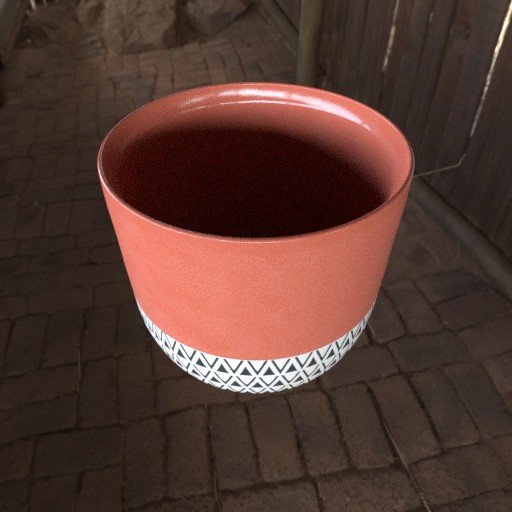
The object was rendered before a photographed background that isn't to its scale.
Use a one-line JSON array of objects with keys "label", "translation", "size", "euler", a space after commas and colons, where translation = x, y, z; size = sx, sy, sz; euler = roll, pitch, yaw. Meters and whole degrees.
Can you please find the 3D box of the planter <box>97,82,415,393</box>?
[{"label": "planter", "translation": [0.000, 0.000, 0.474], "size": [0.266, 0.270, 0.266], "euler": [0, 43, 0]}]
